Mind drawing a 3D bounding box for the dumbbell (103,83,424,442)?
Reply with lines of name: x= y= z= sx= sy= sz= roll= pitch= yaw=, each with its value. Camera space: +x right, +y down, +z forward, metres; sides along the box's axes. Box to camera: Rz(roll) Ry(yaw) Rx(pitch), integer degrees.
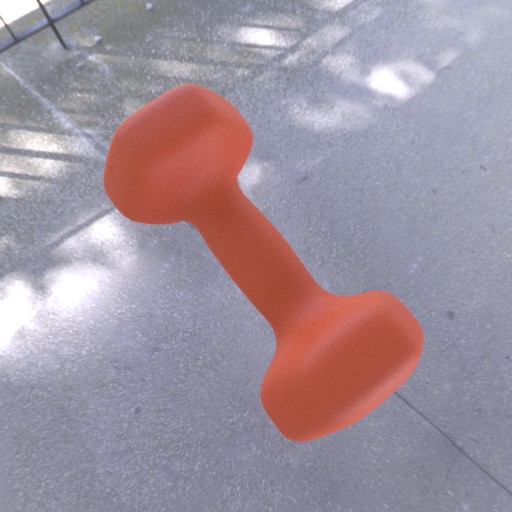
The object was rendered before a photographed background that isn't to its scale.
dumbbell: x=0.000 y=0.000 z=0.206 sx=0.079 sy=0.071 sz=0.162 roll=-36 pitch=78 yaw=-9
